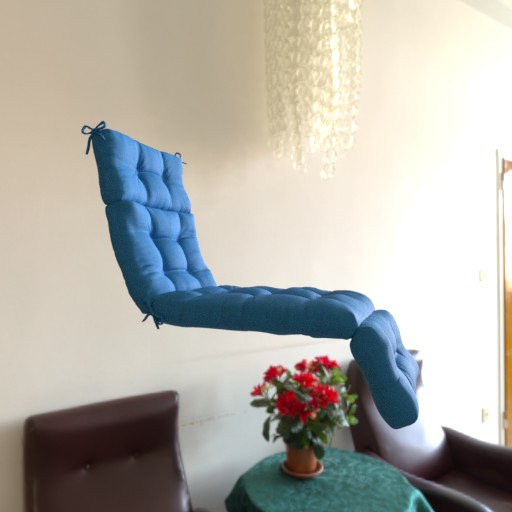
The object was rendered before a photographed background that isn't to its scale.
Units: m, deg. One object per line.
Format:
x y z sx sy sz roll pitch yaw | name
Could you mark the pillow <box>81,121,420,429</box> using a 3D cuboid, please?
0.000 0.000 1.471 1.016 0.863 0.526 0 -1 20 | pillow
